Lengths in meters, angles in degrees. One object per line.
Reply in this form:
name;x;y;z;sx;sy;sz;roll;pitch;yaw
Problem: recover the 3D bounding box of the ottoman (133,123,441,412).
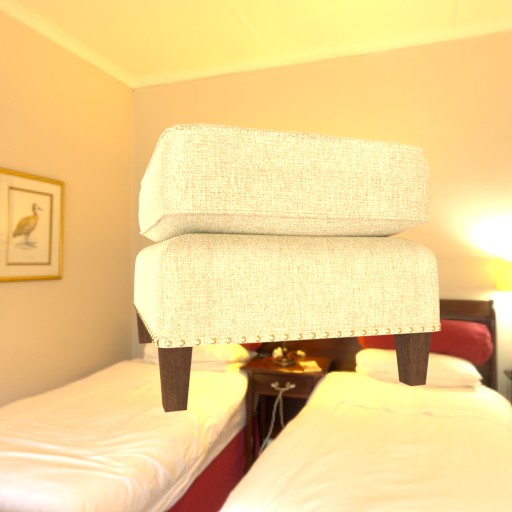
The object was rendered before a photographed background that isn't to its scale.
ottoman;0.000;0.000;1.164;0.589;0.537;0.738;0;-1;-18
